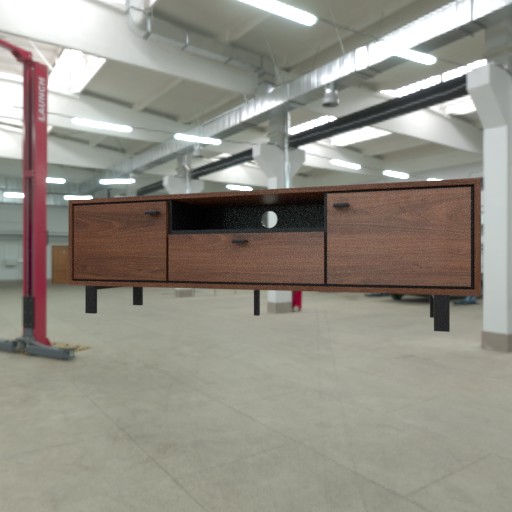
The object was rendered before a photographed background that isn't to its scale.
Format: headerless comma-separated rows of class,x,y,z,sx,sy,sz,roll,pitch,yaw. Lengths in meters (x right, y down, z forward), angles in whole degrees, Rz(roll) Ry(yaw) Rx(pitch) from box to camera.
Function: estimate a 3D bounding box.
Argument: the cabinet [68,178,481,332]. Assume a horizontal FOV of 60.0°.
cabinet,0.000,0.000,1.856,1.650,0.500,0.400,0,0,19
